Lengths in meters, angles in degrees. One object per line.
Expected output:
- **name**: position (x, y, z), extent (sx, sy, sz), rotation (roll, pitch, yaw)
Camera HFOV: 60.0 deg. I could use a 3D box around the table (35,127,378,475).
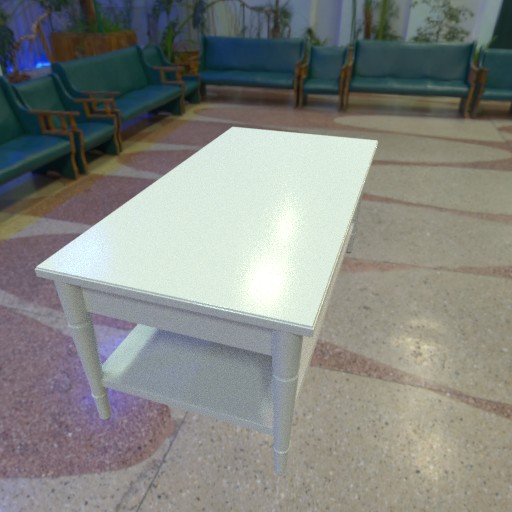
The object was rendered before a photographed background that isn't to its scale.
- **table**: position (0.000, 0.000, 1.343), extent (0.559, 0.457, 1.067), rotation (10, 33, 16)
